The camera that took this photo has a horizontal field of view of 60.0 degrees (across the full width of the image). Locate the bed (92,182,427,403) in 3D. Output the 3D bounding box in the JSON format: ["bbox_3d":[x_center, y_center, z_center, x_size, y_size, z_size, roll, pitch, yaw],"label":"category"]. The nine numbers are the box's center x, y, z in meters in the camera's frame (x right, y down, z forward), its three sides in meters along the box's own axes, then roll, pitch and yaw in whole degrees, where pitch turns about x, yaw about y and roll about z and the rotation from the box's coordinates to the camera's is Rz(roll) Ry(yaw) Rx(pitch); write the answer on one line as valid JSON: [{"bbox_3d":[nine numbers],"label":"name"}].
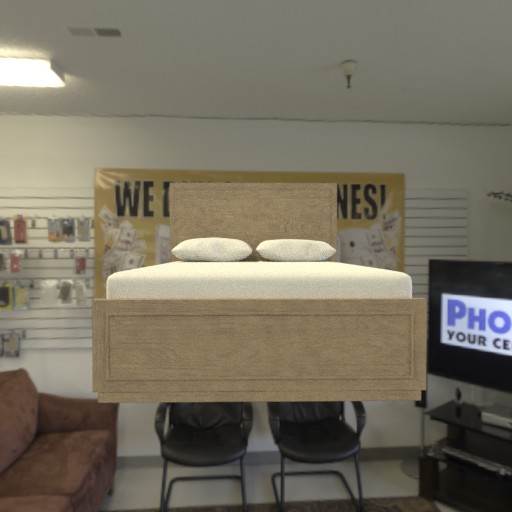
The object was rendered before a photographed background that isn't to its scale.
[{"bbox_3d":[0.000,0.000,3.212,1.606,1.369,2.189,0,1,-1],"label":"bed"}]
